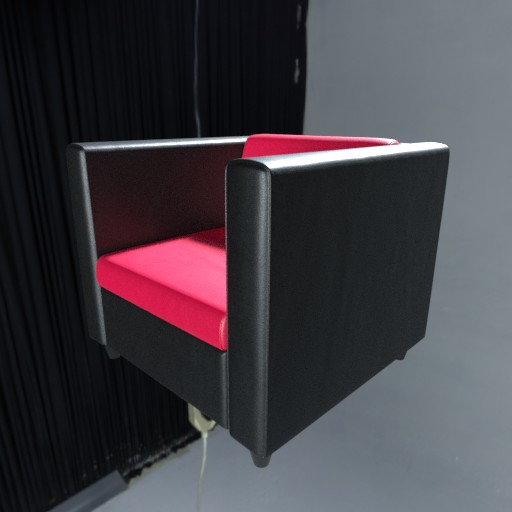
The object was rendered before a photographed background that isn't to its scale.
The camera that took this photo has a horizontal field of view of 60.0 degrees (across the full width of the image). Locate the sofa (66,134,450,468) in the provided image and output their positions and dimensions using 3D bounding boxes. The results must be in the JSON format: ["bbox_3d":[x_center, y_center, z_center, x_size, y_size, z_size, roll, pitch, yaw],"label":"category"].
[{"bbox_3d":[0.000,0.000,1.413,0.839,0.724,0.809,16,24,42],"label":"sofa"}]
